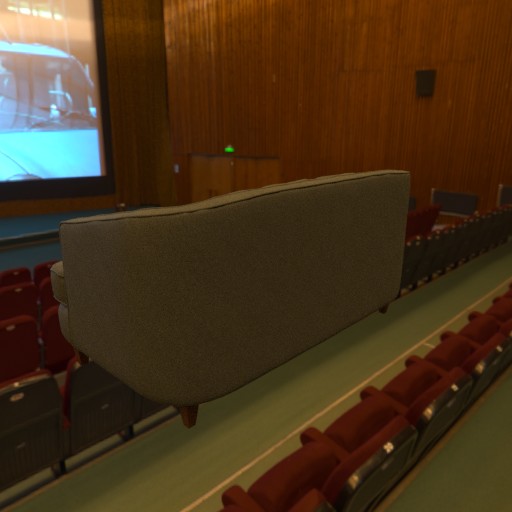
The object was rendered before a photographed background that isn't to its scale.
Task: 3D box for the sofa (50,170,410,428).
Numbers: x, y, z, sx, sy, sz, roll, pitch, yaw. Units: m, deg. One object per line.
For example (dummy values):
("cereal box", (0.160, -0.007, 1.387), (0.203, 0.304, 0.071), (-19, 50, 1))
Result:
("sofa", (0.000, 0.000, 2.245), (0.941, 0.855, 1.733), (16, 23, 42))
